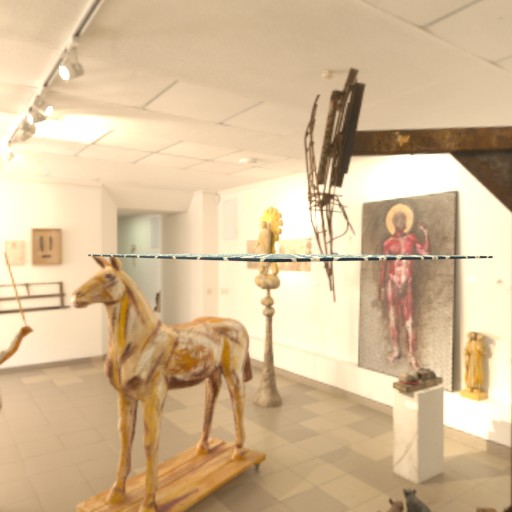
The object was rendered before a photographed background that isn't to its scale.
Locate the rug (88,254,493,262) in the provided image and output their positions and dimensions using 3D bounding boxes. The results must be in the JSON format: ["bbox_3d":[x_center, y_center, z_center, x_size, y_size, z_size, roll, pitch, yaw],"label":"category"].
[{"bbox_3d":[0.000,0.000,2.195,1.143,0.010,1.753,0,1,-36],"label":"rug"}]
